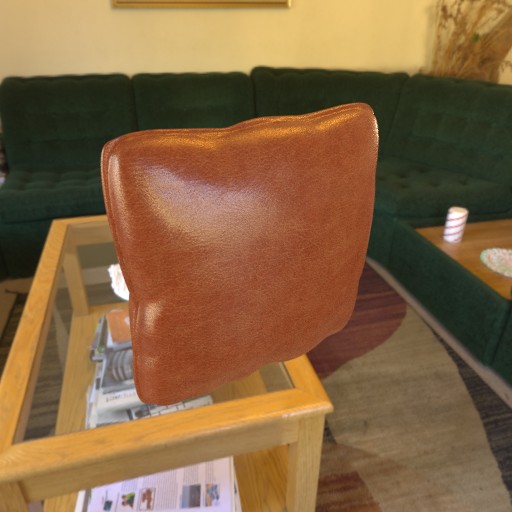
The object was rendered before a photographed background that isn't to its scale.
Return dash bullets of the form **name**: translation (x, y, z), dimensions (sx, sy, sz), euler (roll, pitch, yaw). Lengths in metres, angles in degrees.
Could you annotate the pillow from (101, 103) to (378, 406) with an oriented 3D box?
- **pillow**: translation (0.000, 0.000, 0.848), dimensions (0.532, 0.523, 0.236), euler (-17, 33, -28)
